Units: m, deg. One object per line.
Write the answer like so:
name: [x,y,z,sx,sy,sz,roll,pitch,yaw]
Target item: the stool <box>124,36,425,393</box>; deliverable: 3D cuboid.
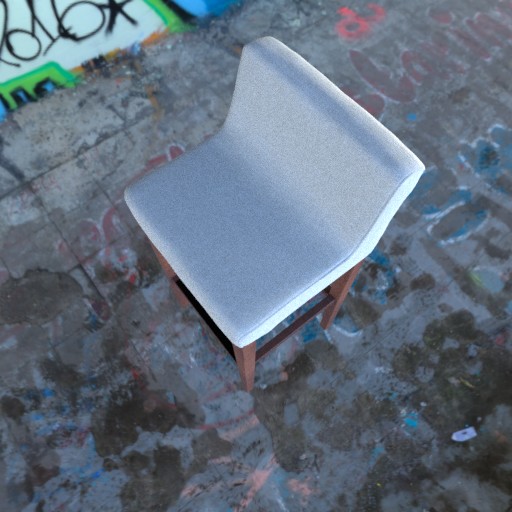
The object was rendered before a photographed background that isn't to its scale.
stool: [0.000,0.000,1.350,0.500,1.037,0.511,-35,69,-16]
